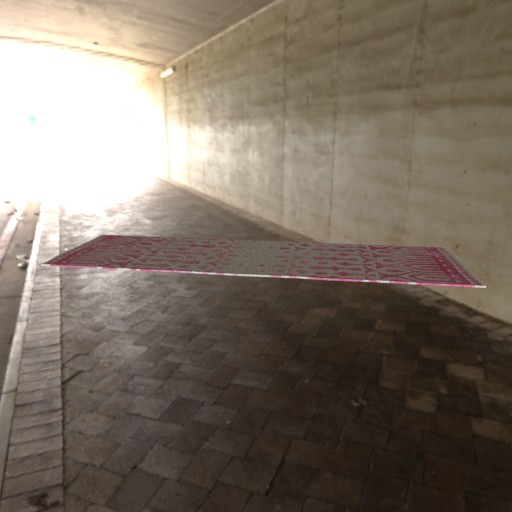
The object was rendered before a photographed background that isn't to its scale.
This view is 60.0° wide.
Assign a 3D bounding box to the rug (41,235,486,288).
[{"bbox_3d":[0.000,0.000,2.770,2.458,0.011,0.787,2,16,9],"label":"rug"}]
